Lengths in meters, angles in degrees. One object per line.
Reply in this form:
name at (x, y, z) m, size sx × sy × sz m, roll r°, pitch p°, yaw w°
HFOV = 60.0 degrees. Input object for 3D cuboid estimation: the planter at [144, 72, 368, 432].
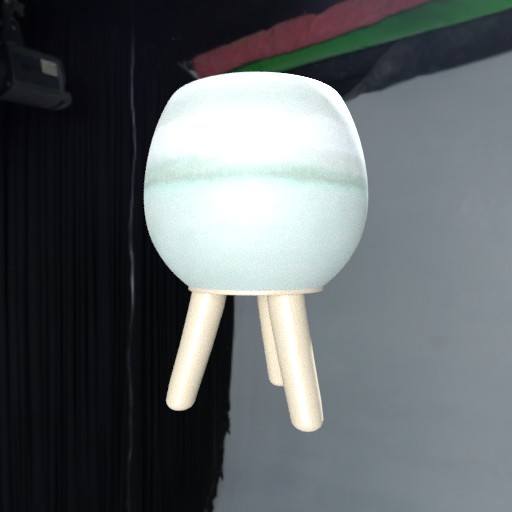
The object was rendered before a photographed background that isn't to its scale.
planter at (0.000, 0.000, 0.329) m, size 0.161 × 0.224 × 0.161 m, roll 0°, pitch 0°, yaw 0°
